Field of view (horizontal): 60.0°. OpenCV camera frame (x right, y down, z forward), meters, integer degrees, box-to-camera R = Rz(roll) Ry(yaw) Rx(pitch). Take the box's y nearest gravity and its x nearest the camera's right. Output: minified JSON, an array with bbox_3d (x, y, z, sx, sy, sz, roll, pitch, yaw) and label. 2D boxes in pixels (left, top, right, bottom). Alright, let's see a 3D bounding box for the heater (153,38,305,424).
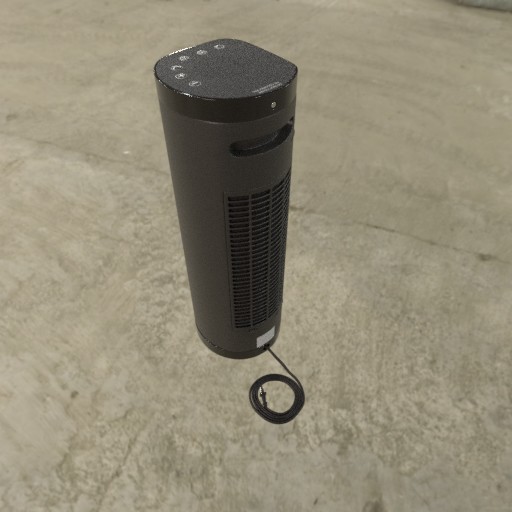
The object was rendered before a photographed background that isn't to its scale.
[{"bbox_3d":[0.000,0.000,0.709,0.174,0.552,0.312,-31,54,-27],"label":"heater"}]
